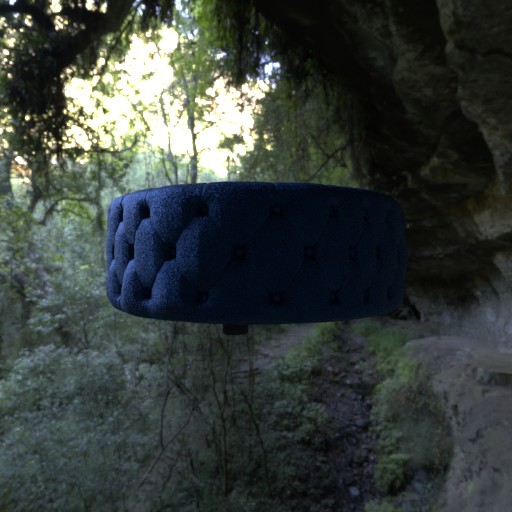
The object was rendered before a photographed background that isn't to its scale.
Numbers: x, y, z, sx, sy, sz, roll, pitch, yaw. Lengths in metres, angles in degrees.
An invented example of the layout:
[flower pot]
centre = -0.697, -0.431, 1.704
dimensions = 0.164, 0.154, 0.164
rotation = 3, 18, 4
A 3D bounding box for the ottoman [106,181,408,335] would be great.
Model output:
[ottoman]
centre = 0.000, 0.000, 1.549
dimensions = 0.998, 0.398, 0.998
rotation = 0, 0, 0
